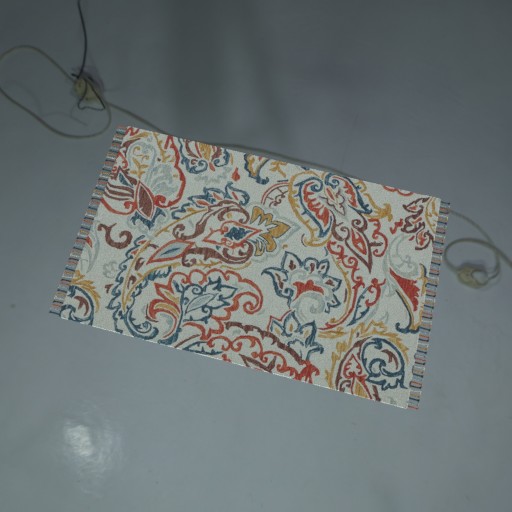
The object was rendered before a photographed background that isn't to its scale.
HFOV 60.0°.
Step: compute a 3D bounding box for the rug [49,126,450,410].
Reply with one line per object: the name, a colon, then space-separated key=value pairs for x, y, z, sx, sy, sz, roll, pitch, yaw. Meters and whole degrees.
rug: x=0.000 y=0.000 z=3.178 sx=2.584 sy=0.010 sz=1.523 roll=14 pitch=76 yaw=4
